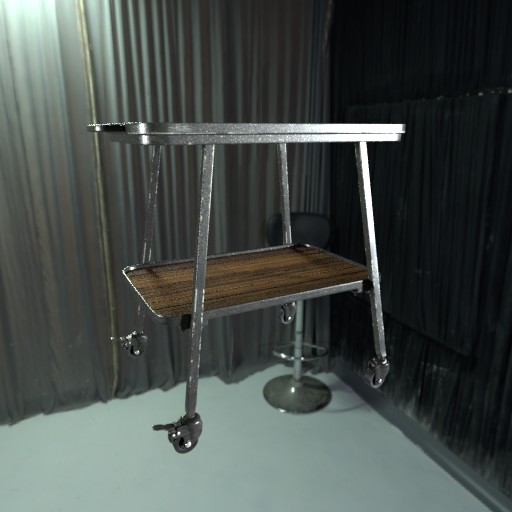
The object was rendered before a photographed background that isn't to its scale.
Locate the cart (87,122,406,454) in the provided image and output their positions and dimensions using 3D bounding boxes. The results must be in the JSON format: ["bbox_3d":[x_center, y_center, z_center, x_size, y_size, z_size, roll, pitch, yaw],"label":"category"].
[{"bbox_3d":[0.000,0.000,1.227,0.806,0.700,0.515,-8,18,-27],"label":"cart"}]
